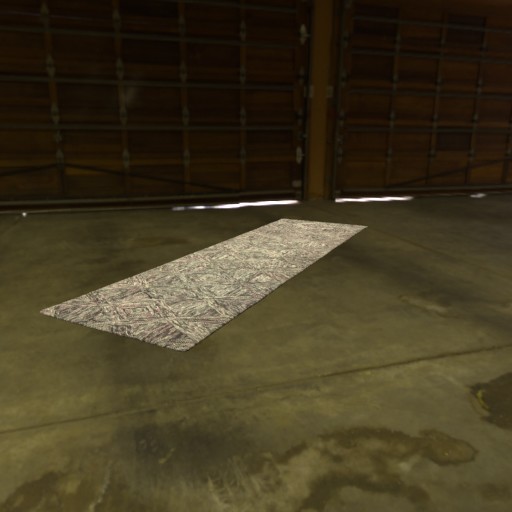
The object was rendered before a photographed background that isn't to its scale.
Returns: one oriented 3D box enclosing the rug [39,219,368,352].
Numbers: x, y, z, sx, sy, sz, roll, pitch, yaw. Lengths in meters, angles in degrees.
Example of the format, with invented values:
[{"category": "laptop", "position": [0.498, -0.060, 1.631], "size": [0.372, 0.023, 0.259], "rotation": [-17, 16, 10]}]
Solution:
[{"category": "rug", "position": [0.000, 0.000, 2.550], "size": [0.719, 0.013, 2.305], "rotation": [8, 17, 27]}]
